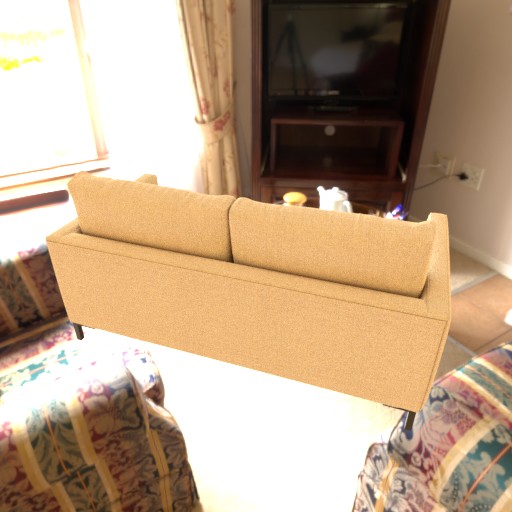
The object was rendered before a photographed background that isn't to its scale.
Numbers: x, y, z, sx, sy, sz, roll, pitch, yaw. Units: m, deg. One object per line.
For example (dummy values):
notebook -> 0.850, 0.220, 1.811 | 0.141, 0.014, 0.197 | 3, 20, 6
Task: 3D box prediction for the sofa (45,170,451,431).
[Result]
sofa -> 0.000, 0.000, 2.069 | 1.651, 0.812, 0.839 | 10, 33, 17
